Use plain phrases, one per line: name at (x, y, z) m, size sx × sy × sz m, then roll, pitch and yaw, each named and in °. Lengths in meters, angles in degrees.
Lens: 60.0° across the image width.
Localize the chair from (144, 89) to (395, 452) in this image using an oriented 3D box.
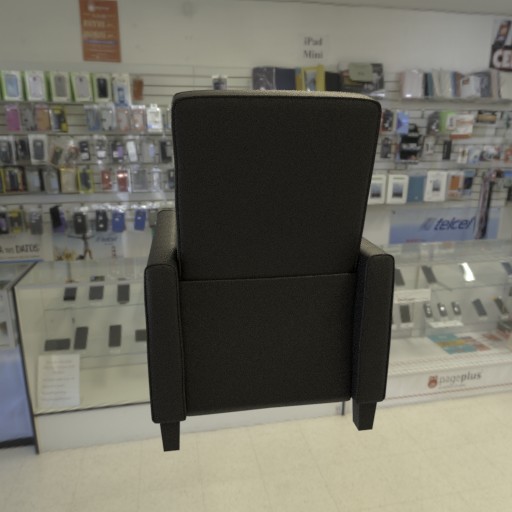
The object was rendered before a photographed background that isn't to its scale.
chair at (0.000, 0.000, 1.519) m, size 0.705 × 1.013 × 0.746 m, roll -2°, pitch 15°, yaw -9°
